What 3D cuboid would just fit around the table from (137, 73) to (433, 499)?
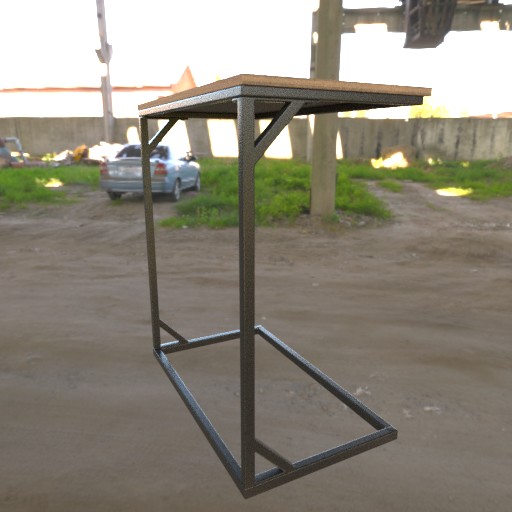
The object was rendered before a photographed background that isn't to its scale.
[{"bbox_3d":[0.000,0.000,0.997,0.351,0.673,0.597,-7,16,-26],"label":"table"}]
